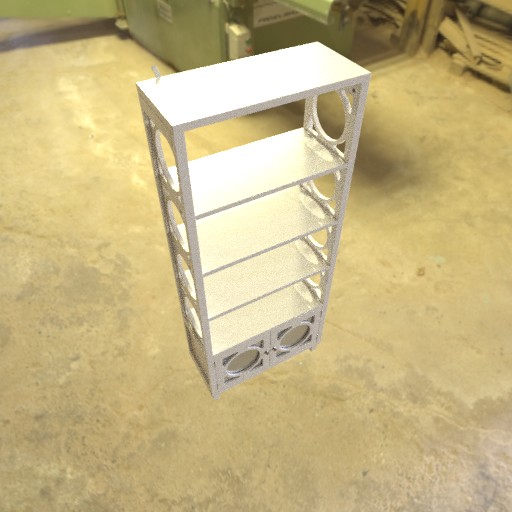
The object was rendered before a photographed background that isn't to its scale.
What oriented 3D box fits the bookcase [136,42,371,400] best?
[{"bbox_3d":[0.000,0.000,2.190,0.761,1.869,0.361,-22,50,-20],"label":"bookcase"}]
